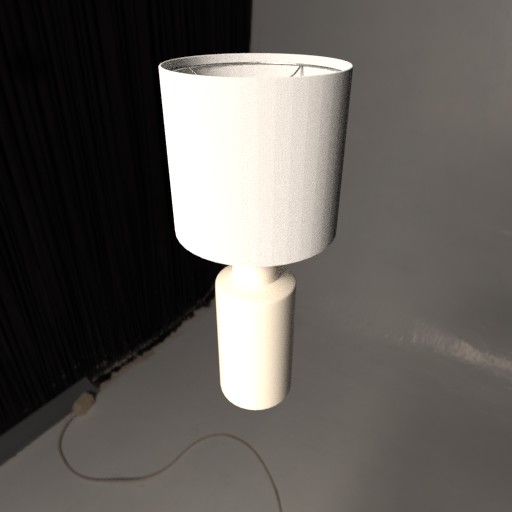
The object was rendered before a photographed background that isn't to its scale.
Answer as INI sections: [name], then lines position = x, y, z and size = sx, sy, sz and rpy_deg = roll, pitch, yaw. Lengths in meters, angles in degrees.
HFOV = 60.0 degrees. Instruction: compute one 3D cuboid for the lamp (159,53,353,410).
[lamp]
position = 0.000, 0.000, 0.614
size = 0.212, 0.493, 0.212
rpy_deg = 20, 35, 30
